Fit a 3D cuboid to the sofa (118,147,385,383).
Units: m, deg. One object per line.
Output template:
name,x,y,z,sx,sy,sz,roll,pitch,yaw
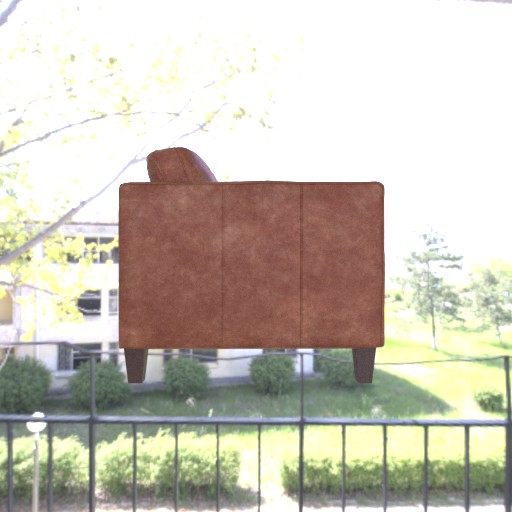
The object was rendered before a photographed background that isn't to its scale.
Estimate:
sofa,0.000,0.000,2.430,0.923,0.863,1.971,0,0,0
